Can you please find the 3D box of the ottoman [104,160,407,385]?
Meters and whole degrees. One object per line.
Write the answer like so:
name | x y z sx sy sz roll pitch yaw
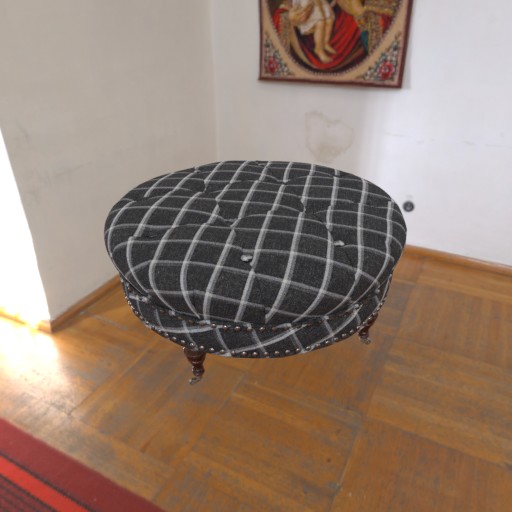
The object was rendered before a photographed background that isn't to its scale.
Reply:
ottoman | 0.000 0.000 1.443 0.901 0.439 0.901 0 31 0
